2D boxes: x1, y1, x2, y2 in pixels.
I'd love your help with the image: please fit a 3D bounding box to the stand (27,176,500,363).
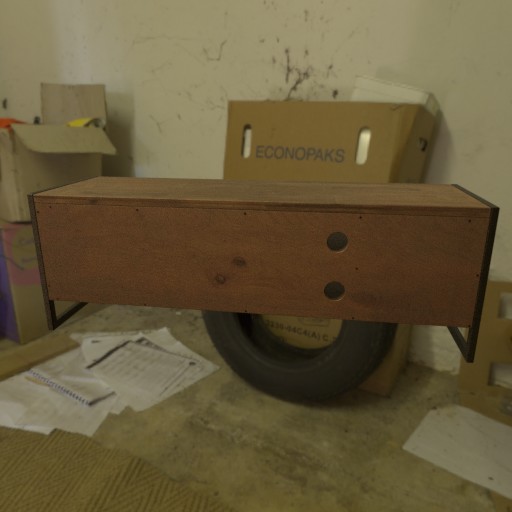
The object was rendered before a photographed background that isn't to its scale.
[{"bbox_3d":[0.000,0.000,1.662,1.480,0.506,0.454,3,18,8],"label":"stand"}]
